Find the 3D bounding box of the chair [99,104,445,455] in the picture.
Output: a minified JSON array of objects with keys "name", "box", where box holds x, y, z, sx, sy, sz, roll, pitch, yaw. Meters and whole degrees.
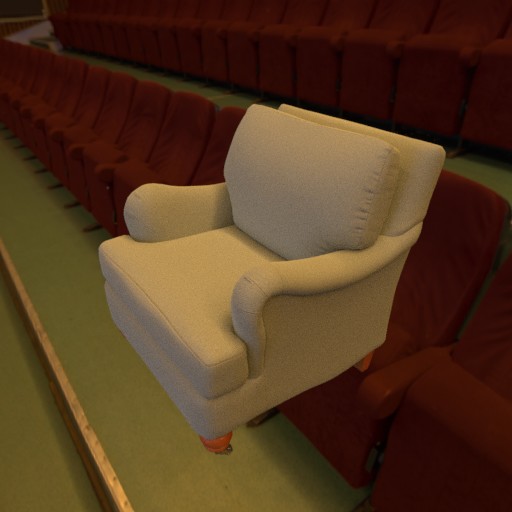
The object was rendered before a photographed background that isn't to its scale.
[{"name":"chair","box":[0.000,0.000,1.840,1.070,1.038,0.955,-21,36,-31]}]
